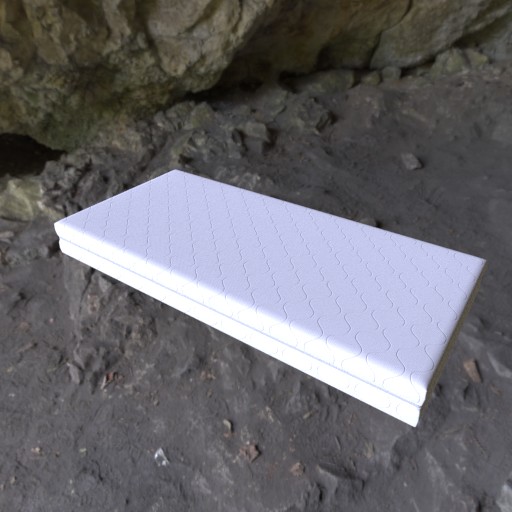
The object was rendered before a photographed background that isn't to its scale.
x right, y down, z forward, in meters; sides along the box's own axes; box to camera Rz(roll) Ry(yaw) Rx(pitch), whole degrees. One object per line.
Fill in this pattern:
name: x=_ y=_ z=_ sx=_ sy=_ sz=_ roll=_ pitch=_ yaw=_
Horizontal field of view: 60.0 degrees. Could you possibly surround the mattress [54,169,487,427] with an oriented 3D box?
mattress: x=0.000 y=0.000 z=2.163 sx=1.900 sy=0.200 sz=0.900 roll=21 pitch=38 yaw=29
